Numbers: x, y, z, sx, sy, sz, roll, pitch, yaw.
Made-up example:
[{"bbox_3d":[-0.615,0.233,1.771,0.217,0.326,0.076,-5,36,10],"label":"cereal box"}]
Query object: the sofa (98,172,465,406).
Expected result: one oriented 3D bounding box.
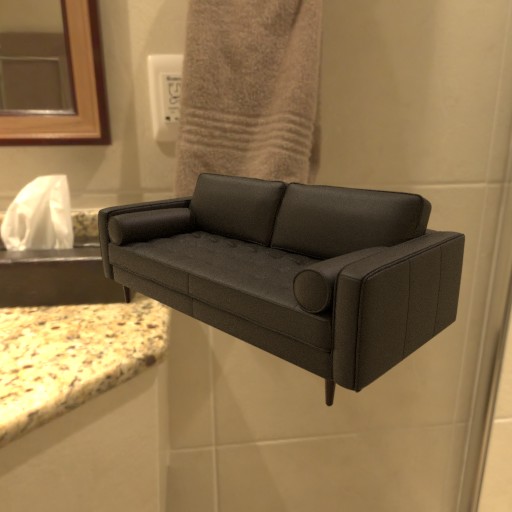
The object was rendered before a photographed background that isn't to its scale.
[{"bbox_3d":[0.000,0.000,2.403,1.879,0.770,0.921,15,22,43],"label":"sofa"}]
